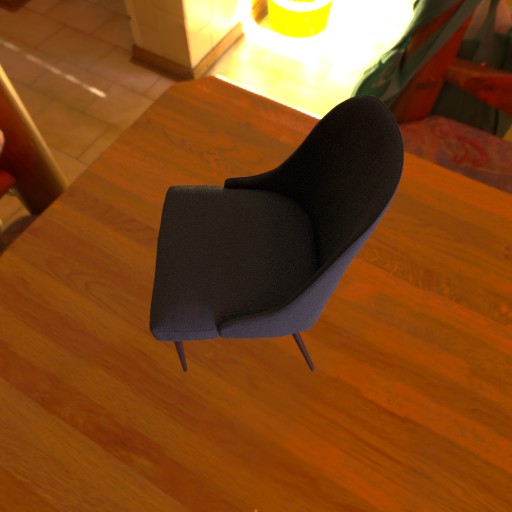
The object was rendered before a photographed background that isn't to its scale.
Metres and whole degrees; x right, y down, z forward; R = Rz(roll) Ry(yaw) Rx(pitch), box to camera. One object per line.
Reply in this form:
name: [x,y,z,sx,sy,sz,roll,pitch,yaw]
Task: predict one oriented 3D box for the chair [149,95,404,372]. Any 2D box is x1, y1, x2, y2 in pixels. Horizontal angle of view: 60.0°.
chair: [0.000,0.000,1.231,0.559,0.896,0.478,0,60,0]
